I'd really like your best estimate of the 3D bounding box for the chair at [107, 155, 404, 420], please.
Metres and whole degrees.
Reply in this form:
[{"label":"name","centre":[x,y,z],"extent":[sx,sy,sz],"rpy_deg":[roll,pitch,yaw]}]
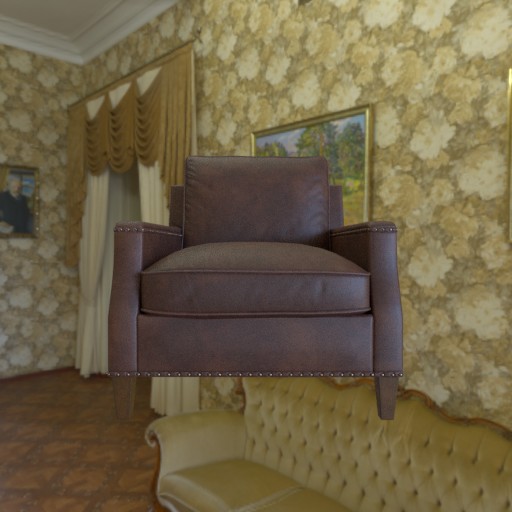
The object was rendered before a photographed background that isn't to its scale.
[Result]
[{"label":"chair","centre":[0.000,0.000,1.727],"extent":[0.853,0.929,1.014],"rpy_deg":[0,1,0]}]
